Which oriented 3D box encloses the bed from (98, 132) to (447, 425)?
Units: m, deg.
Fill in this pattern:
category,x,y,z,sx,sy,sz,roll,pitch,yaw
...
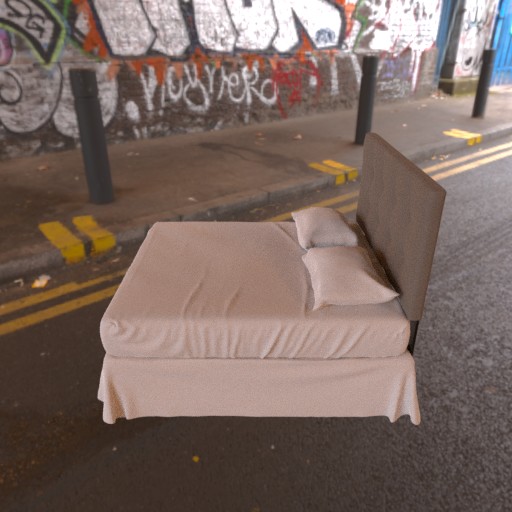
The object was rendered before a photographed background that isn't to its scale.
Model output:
category,x,y,z,sx,sy,sz,roll,pitch,yaw
bed,0.000,0.000,3.425,2.222,1.577,1.936,0,26,0
